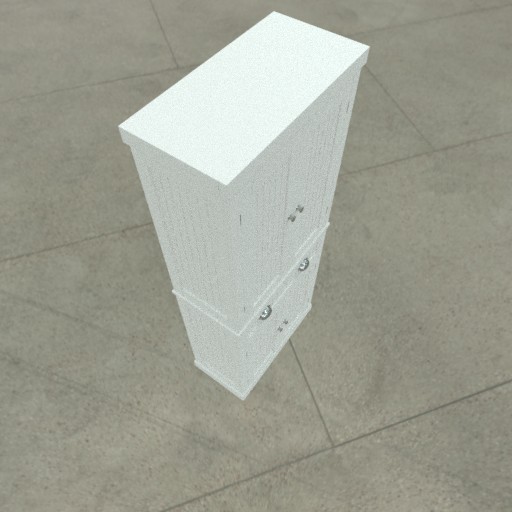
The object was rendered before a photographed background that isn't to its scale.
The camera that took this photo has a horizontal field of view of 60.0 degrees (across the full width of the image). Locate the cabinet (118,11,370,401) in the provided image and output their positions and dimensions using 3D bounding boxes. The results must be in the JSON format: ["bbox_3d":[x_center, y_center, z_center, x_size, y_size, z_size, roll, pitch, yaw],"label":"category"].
[{"bbox_3d":[0.000,0.000,2.078,0.390,1.829,0.754,31,61,19],"label":"cabinet"}]
